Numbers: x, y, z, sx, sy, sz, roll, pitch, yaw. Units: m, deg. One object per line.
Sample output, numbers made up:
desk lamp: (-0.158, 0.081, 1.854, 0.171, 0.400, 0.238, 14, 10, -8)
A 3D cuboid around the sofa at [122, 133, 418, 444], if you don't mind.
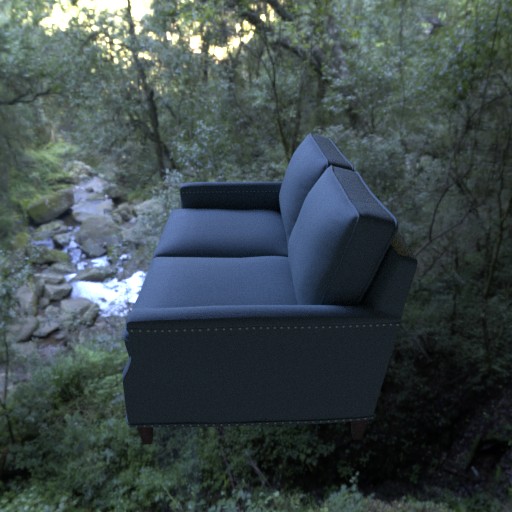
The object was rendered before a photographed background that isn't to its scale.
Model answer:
sofa: (0.000, 0.000, 2.304, 1.084, 1.003, 1.597, -1, 27, -1)
